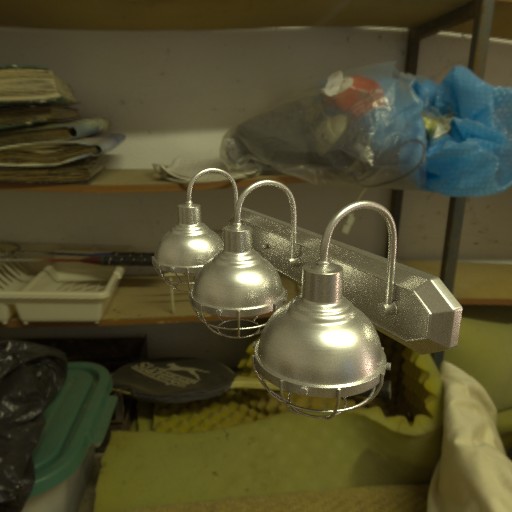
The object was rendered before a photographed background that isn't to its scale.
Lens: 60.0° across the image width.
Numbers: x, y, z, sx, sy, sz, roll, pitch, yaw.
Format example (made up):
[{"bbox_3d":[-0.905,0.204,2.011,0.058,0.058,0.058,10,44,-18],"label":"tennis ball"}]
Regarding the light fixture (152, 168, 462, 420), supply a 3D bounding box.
[{"bbox_3d":[0.000,0.000,0.749,0.229,0.254,0.634,-8,18,-26],"label":"light fixture"}]
